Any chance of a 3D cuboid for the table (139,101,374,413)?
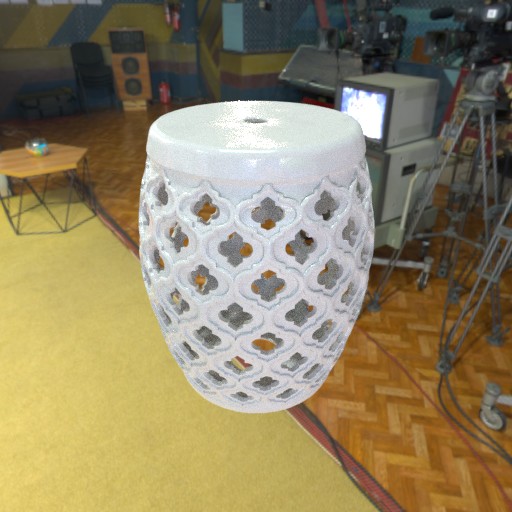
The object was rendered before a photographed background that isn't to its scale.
[{"bbox_3d":[0.000,0.000,0.645,0.325,0.388,0.325,0,30,0],"label":"table"}]
